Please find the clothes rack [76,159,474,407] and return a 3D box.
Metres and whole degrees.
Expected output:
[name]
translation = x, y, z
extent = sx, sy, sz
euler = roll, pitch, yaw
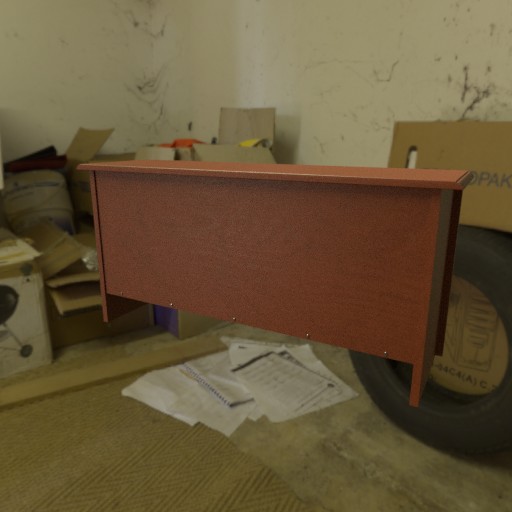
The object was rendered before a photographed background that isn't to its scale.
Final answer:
[clothes rack]
translation = 0.000, 0.000, 1.502
extent = 1.251, 0.594, 0.362
euler = 8, 17, 28
